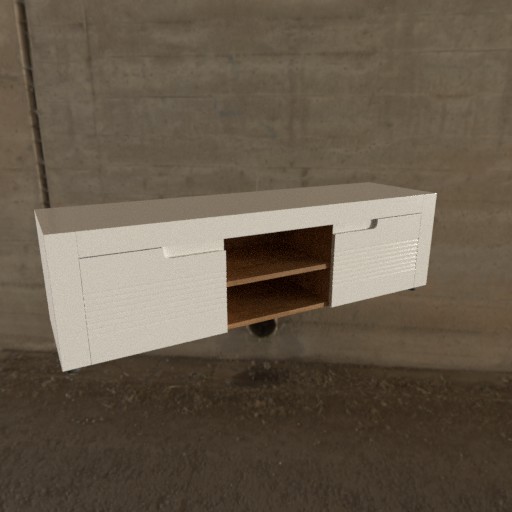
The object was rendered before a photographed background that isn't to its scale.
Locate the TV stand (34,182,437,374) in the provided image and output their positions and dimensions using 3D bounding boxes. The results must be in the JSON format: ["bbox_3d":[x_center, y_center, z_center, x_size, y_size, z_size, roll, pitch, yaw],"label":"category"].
[{"bbox_3d":[0.000,0.000,1.747,1.500,0.440,0.410,-9,19,-27],"label":"TV stand"}]
